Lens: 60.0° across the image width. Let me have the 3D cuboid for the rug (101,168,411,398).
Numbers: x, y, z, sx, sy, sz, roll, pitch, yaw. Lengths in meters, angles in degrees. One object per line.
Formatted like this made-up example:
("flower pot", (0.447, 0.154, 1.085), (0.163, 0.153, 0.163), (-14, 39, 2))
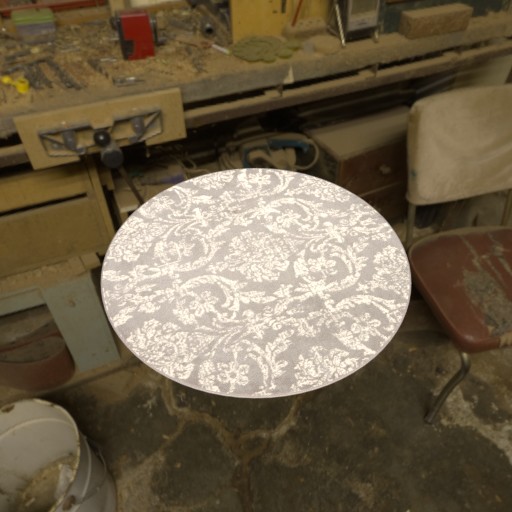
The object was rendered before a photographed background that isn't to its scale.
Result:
("rug", (0.000, 0.000, 2.341), (1.593, 0.012, 1.593), (0, 46, 0))
